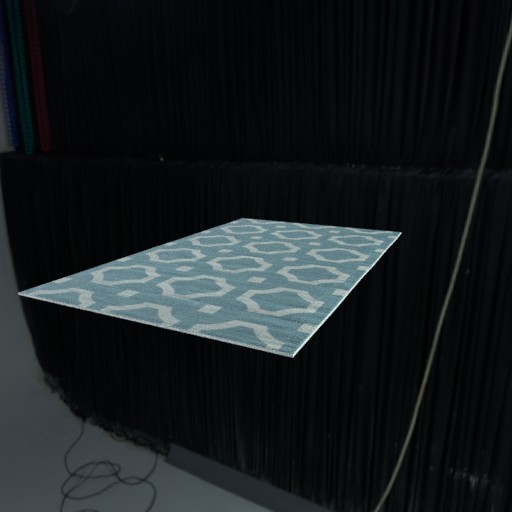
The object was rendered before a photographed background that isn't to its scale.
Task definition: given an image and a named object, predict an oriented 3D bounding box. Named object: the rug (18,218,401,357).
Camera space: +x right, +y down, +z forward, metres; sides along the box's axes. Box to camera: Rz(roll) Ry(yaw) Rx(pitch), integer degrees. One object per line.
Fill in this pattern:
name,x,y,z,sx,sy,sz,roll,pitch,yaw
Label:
rug,0.000,0.000,3.011,1.528,0.015,2.443,7,17,26
